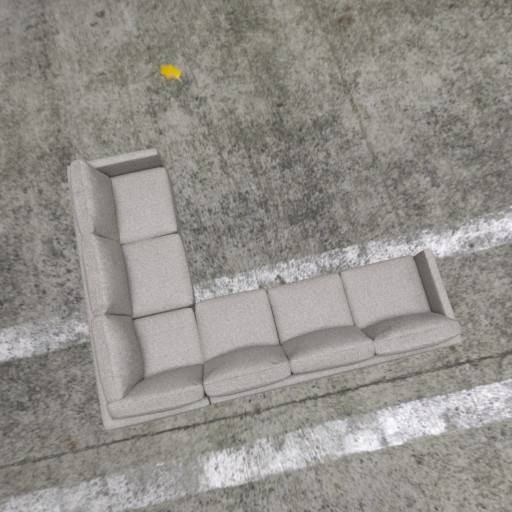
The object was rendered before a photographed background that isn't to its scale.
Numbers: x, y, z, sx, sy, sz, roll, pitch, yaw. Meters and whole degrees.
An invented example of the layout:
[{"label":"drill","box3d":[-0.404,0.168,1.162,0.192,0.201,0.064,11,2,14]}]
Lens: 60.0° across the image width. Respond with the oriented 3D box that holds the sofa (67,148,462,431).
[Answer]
[{"label":"sofa","box3d":[0.000,0.000,4.425,3.302,0.947,2.593,-13,76,-3]}]
